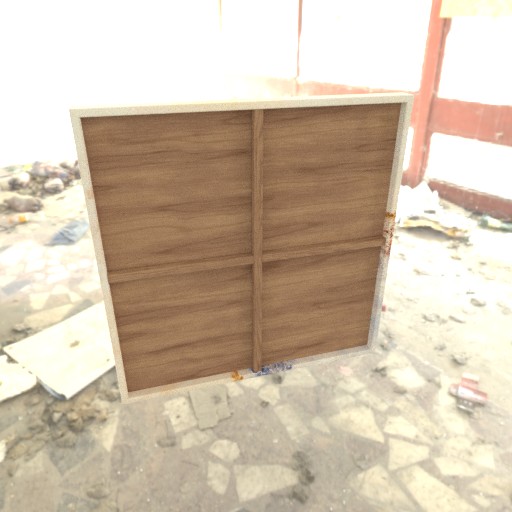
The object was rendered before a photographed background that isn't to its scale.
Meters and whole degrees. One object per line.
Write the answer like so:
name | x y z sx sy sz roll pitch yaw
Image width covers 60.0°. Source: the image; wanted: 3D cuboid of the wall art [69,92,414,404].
wall art | 0.000 0.000 1.581 1.061 1.061 0.071 -8 28 -15
